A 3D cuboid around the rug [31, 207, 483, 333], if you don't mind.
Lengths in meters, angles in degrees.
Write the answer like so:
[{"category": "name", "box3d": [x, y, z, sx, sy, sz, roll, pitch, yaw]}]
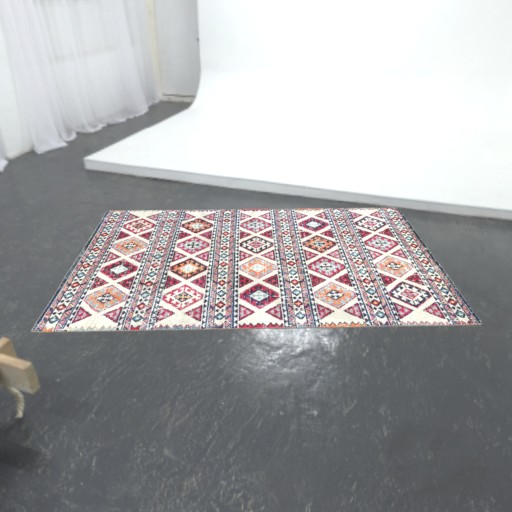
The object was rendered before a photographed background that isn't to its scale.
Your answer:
[{"category": "rug", "box3d": [0.000, 0.000, 3.038, 2.440, 0.010, 1.545, -1, 30, -1]}]
